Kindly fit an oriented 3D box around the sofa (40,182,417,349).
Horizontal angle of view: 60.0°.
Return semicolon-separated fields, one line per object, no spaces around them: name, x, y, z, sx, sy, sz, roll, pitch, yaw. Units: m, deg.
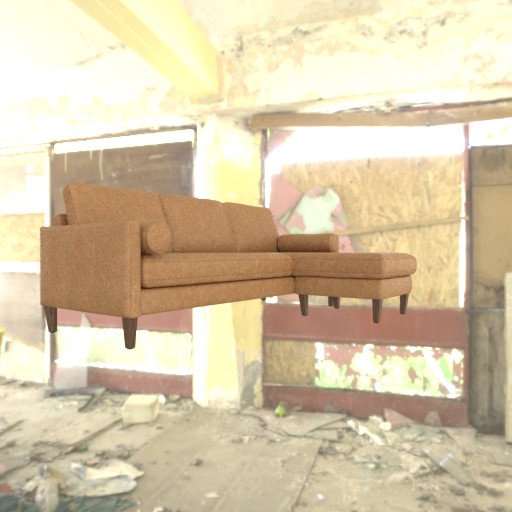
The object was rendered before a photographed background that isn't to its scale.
sofa;0.000;0.000;2.962;1.506;0.876;2.178;0;1;37
